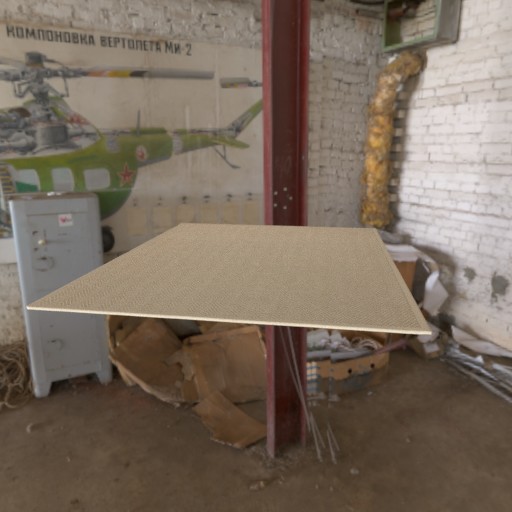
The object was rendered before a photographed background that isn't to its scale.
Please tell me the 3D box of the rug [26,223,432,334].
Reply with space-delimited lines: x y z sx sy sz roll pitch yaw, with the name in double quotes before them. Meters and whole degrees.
"rug" 0.000 0.000 4.009 2.407 0.020 3.051 2 14 9
